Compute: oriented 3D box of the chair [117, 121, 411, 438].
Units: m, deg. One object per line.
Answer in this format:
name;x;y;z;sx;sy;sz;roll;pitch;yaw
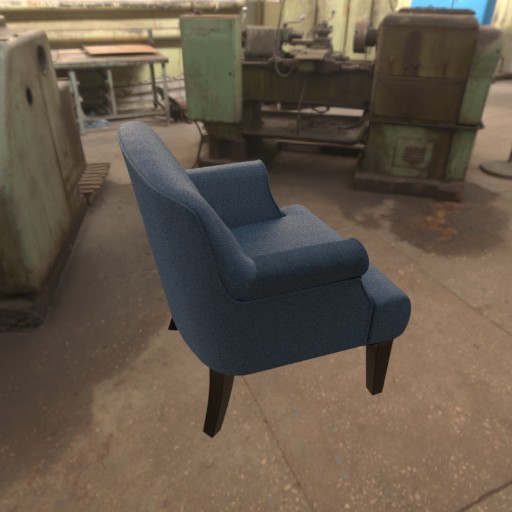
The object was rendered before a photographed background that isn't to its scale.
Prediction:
chair;0.000;0.000;1.475;0.754;0.878;0.770;-12;33;-18
